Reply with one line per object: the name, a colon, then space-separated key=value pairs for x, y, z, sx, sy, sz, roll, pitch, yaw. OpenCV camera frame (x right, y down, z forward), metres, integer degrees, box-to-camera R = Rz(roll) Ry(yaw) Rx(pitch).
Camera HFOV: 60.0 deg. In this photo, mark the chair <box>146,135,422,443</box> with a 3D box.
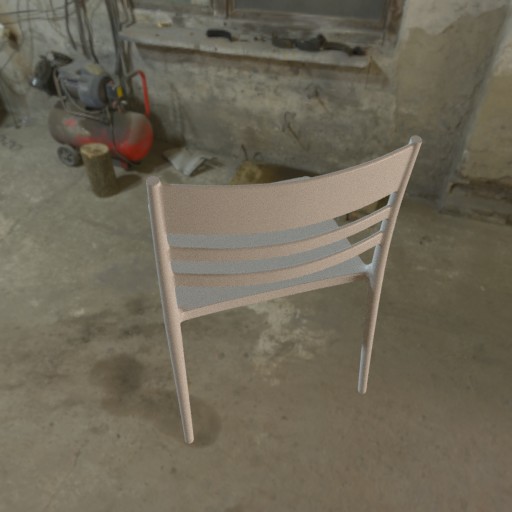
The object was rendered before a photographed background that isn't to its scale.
chair: x=0.000 y=0.000 z=1.131 sx=0.531 sy=0.800 sz=0.511 roll=-11 pitch=44 yaw=-12
